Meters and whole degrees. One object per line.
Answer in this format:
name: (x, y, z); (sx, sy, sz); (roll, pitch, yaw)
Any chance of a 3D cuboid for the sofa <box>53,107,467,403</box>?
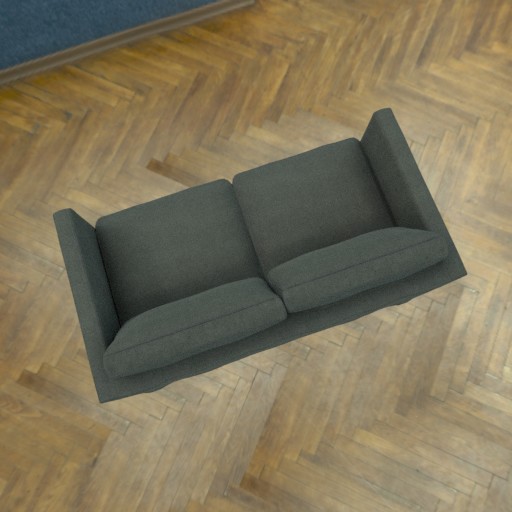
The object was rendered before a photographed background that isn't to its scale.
sofa: (0.000, 0.000, 2.380); (1.802, 0.854, 0.974); (-18, 77, -4)
